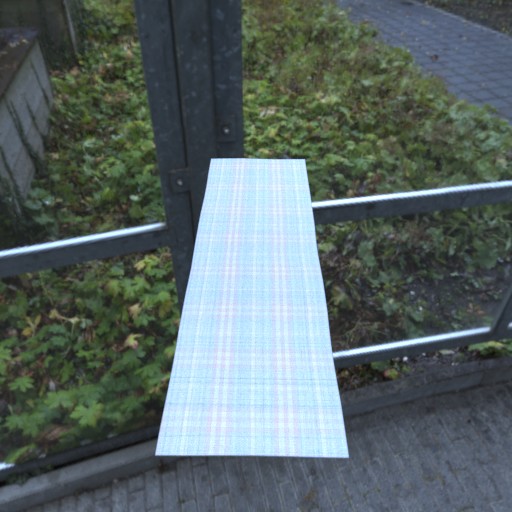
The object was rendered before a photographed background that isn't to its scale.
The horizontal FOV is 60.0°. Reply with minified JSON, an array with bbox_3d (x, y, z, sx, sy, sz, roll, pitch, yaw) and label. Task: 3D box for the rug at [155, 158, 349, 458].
[{"bbox_3d":[0.000,0.000,2.668,0.762,0.013,2.439,0,40,1],"label":"rug"}]
